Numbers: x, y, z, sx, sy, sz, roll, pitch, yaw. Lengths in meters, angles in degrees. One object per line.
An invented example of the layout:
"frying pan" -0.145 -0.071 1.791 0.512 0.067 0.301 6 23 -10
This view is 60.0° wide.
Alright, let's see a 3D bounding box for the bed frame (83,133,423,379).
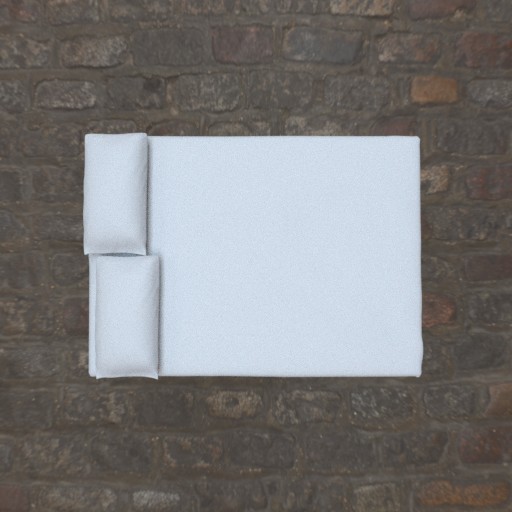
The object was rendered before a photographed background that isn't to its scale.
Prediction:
"bed frame" 0.000 0.000 2.649 1.950 0.629 1.450 0 89 -1
